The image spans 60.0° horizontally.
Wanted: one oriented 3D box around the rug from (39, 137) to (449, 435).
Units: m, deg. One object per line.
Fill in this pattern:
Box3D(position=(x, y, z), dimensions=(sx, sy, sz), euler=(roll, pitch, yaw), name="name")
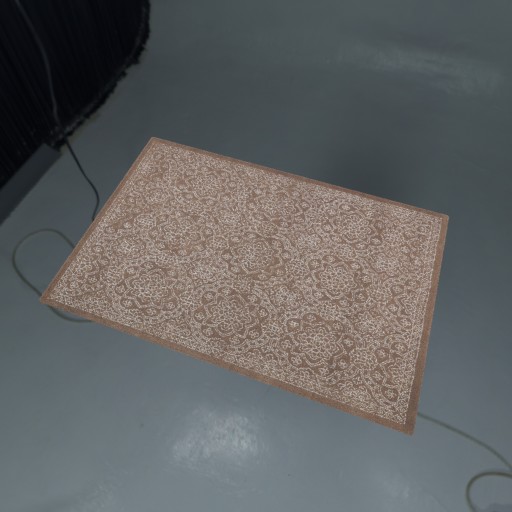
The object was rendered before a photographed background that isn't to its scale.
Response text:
Box3D(position=(0.000, 0.000, 2.889), dimensions=(2.286, 0.011, 1.524), euler=(17, 59, 10), name="rug")
